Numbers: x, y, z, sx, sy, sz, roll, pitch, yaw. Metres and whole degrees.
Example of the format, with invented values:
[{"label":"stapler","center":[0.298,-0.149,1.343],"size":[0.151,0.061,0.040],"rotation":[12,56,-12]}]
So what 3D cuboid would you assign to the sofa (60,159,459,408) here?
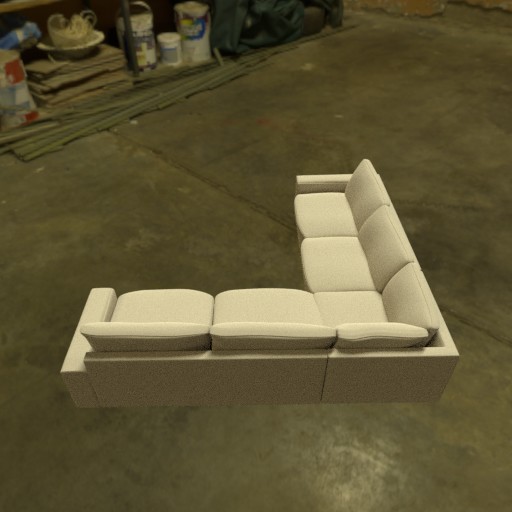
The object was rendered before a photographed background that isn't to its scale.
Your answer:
[{"label":"sofa","center":[0.000,0.000,4.806],"size":[3.206,0.918,3.066],"rotation":[-1,40,-1]}]
